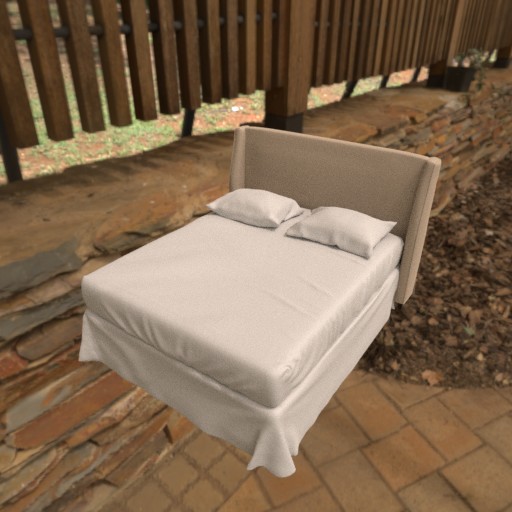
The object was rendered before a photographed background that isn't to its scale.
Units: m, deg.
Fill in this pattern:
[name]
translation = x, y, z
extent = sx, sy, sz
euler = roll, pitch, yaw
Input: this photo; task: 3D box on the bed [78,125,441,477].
[bed]
translation = 0.000, 0.000, 3.383
extent = 1.925, 1.332, 2.276
euler = 19, 35, 30
